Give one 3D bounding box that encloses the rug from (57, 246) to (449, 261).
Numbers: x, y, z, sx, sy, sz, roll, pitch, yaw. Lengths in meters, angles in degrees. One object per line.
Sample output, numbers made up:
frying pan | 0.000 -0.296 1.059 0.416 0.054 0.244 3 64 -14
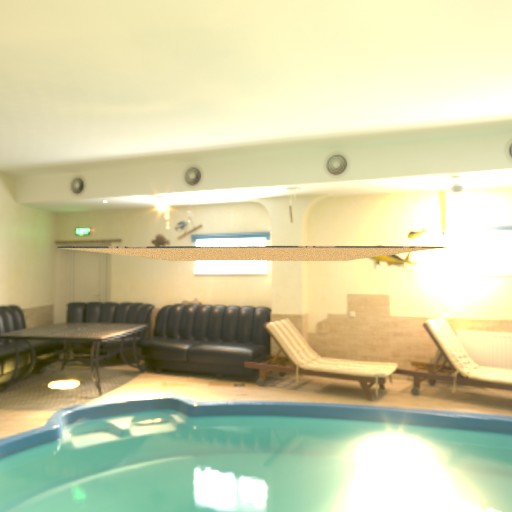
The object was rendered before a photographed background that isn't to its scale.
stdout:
rug | 0.000 0.000 2.755 1.524 0.013 2.135 0 -2 1
